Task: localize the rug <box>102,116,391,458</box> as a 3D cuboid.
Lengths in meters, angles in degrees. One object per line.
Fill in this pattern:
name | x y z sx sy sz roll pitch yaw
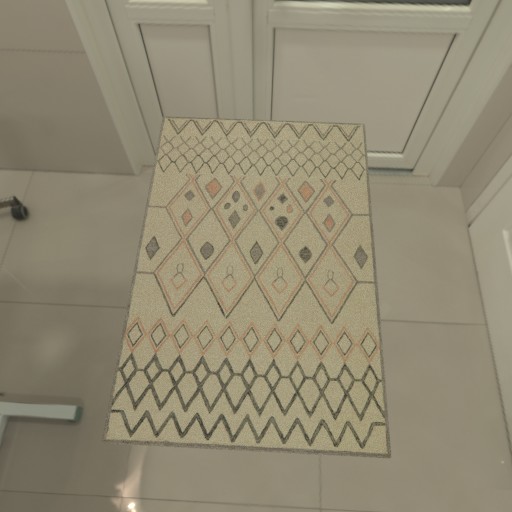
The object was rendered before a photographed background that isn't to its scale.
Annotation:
rug | 0.000 0.000 2.267 1.219 0.016 1.829 2 64 1
